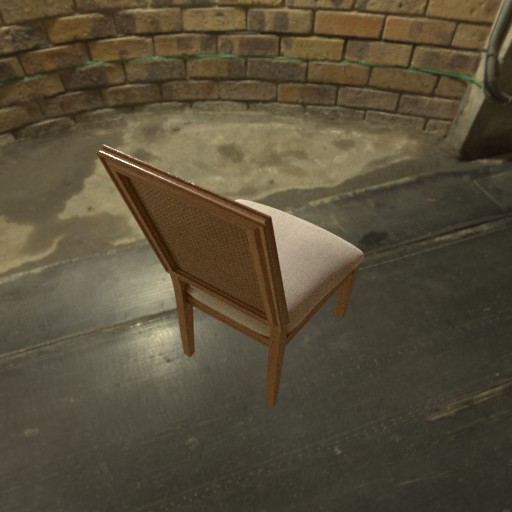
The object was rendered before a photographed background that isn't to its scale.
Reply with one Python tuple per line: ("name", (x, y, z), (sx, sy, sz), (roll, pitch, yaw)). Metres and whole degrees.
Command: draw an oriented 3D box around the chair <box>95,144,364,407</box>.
("chair", (0.000, 0.000, 1.382), (0.536, 0.988, 0.601), (25, 53, 21))
